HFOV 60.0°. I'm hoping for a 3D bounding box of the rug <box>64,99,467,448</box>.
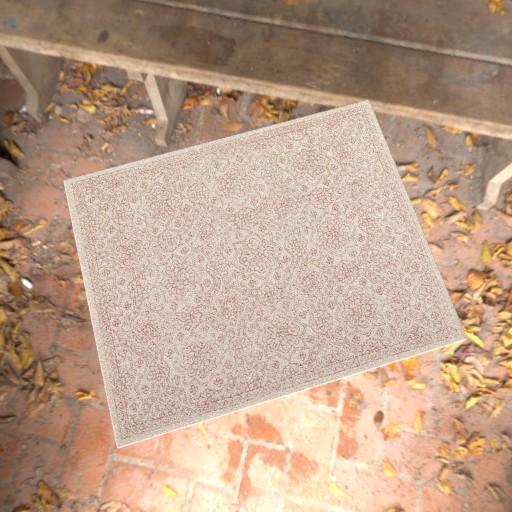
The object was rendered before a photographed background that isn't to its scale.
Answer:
[{"bbox_3d":[0.000,0.000,3.976,3.050,0.015,2.441,-16,76,-4],"label":"rug"}]
